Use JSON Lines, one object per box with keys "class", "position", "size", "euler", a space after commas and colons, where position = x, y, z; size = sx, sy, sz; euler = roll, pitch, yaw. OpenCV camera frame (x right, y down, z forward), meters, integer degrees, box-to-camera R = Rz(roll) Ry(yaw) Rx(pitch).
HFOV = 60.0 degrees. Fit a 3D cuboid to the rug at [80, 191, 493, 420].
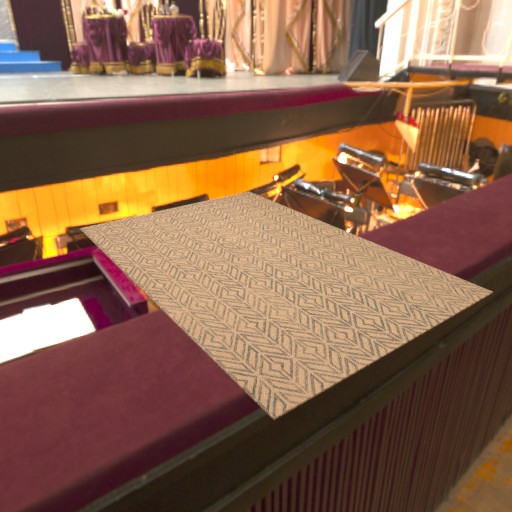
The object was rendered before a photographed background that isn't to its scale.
{"class": "rug", "position": [0.000, 0.000, 2.265], "size": [1.220, 0.008, 1.824], "euler": [-18, 31, -32]}
